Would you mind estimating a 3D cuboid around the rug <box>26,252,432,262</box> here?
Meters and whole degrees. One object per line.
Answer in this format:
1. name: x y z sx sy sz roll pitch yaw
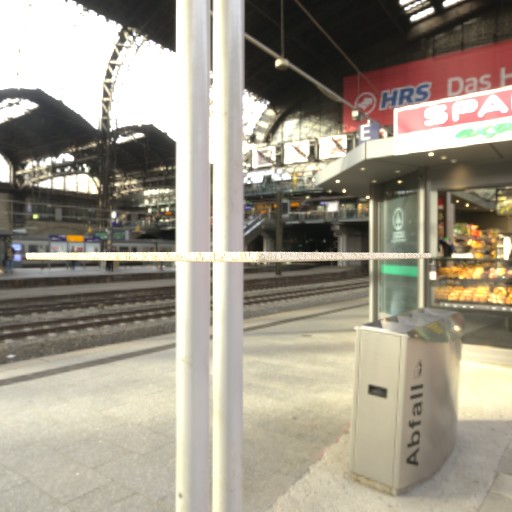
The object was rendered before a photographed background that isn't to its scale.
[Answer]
1. rug: 0.000 0.000 2.106 1.200 0.027 1.600 0 0 36
